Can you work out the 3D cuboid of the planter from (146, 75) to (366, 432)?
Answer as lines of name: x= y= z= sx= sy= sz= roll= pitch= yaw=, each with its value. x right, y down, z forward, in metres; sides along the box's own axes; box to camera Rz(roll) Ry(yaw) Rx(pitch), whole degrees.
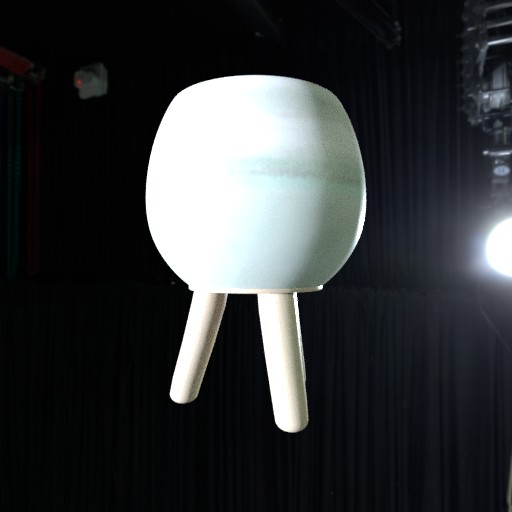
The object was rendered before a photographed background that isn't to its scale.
planter: x=0.000 y=0.000 z=0.335 sx=0.161 sy=0.224 sz=0.161 roll=0 pitch=0 yaw=0
